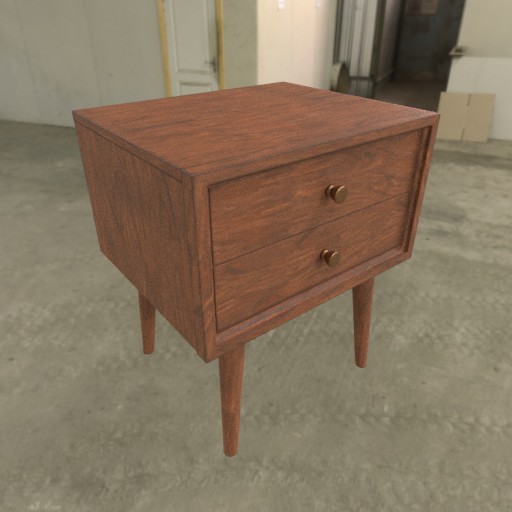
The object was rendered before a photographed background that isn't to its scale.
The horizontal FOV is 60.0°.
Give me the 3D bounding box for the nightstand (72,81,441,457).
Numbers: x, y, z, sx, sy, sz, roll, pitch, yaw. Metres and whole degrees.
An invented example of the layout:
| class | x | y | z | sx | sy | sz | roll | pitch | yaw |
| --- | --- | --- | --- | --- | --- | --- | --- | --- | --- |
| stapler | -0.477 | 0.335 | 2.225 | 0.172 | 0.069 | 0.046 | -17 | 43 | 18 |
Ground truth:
| class | x | y | z | sx | sy | sz | roll | pitch | yaw |
| --- | --- | --- | --- | --- | --- | --- | --- | --- | --- |
| nightstand | 0.000 | 0.000 | 0.961 | 0.521 | 0.607 | 0.445 | -22 | 37 | -32 |
